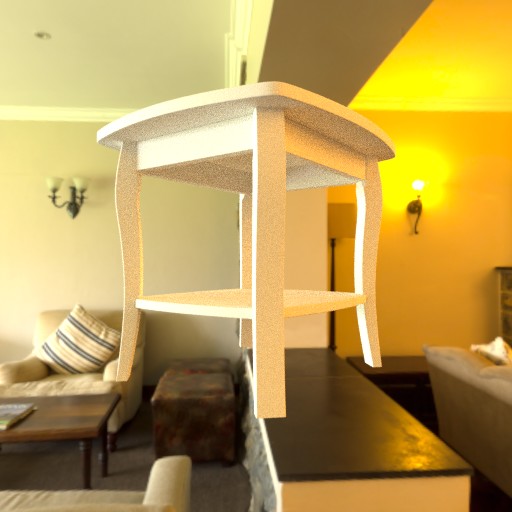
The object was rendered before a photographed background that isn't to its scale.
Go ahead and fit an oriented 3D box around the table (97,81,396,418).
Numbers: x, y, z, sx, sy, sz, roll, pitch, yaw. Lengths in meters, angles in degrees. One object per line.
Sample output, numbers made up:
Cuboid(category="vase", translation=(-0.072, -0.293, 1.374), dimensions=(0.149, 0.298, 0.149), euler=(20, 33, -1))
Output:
Cuboid(category="table", translation=(0.000, 0.000, 0.845), dimensions=(0.451, 0.438, 0.502), euler=(0, -1, 37))
